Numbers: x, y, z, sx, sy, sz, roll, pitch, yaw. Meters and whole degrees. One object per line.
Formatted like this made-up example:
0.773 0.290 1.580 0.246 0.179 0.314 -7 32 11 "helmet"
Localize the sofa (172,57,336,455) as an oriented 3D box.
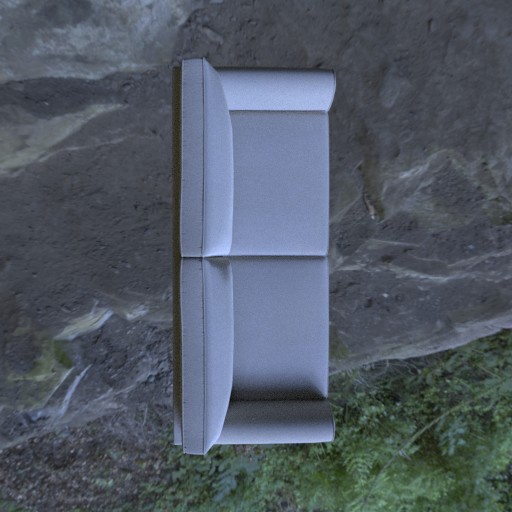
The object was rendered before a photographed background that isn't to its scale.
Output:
0.000 0.000 2.628 0.901 0.962 2.146 0 91 -2 "sofa"
